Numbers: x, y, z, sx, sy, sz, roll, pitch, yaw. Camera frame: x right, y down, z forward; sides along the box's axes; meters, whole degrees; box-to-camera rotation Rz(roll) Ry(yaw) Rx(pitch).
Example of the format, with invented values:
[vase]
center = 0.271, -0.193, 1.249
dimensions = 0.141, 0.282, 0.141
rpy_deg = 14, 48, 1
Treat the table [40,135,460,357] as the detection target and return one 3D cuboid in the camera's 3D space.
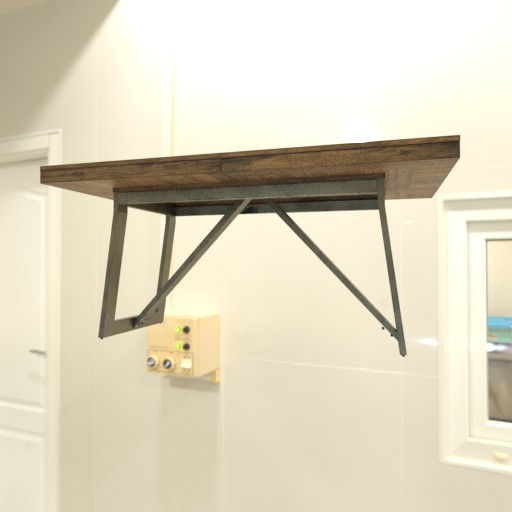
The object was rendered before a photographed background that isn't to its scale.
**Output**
[table]
center = 0.000, 0.000, 2.094
dimensions = 1.641, 0.757, 0.931
rpy_deg = 0, -1, 16
